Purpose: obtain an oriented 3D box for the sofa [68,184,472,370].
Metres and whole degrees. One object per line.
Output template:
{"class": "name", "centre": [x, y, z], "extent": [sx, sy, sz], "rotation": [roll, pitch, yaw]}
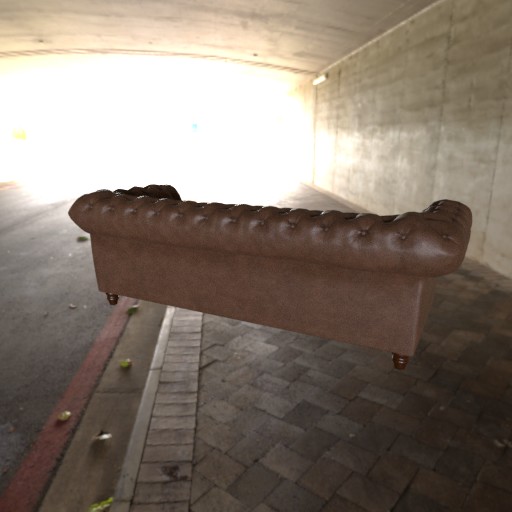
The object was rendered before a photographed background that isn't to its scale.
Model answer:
{"class": "sofa", "centre": [0.000, 0.000, 2.786], "extent": [2.385, 0.783, 0.944], "rotation": [8, 17, 26]}
